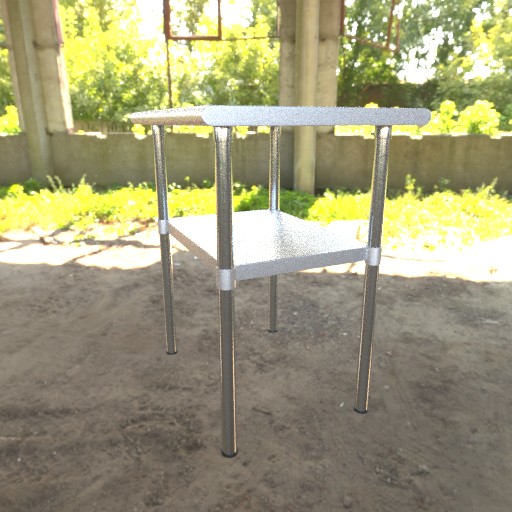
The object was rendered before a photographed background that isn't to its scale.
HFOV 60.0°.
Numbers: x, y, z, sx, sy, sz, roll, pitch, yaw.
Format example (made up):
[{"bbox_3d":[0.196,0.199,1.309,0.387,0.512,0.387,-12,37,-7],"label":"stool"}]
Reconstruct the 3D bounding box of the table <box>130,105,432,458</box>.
[{"bbox_3d":[0.000,0.000,1.407,0.584,0.876,0.762,-8,19,-24],"label":"table"}]
